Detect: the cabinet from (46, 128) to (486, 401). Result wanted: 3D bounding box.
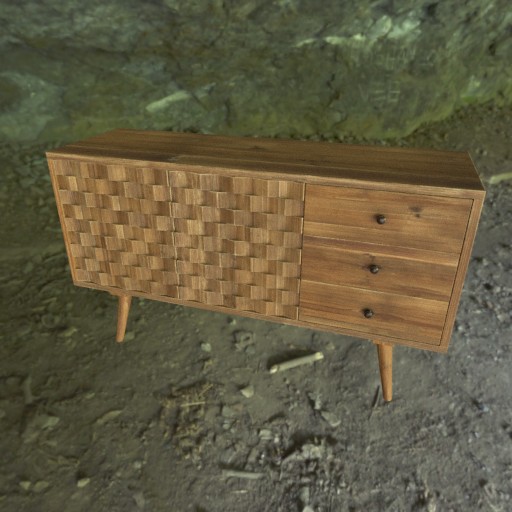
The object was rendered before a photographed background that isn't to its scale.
[{"bbox_3d":[0.000,0.000,1.711,1.400,0.800,0.472,8,28,16],"label":"cabinet"}]
